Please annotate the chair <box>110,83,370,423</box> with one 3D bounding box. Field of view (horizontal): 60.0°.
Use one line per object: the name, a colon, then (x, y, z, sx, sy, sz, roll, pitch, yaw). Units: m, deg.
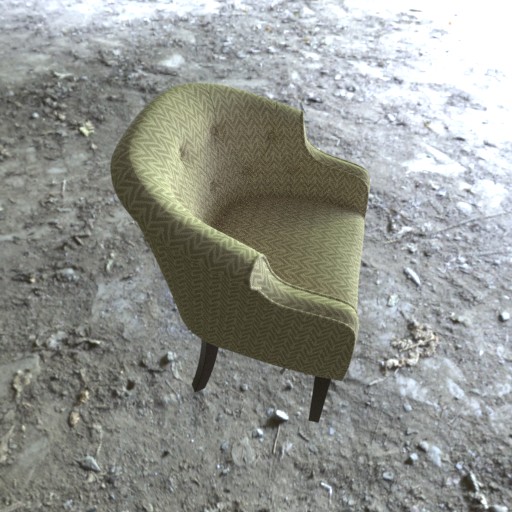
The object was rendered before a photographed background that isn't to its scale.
chair: (0.000, 0.000, 1.304, 0.613, 0.858, 0.686, 9, 46, 9)
